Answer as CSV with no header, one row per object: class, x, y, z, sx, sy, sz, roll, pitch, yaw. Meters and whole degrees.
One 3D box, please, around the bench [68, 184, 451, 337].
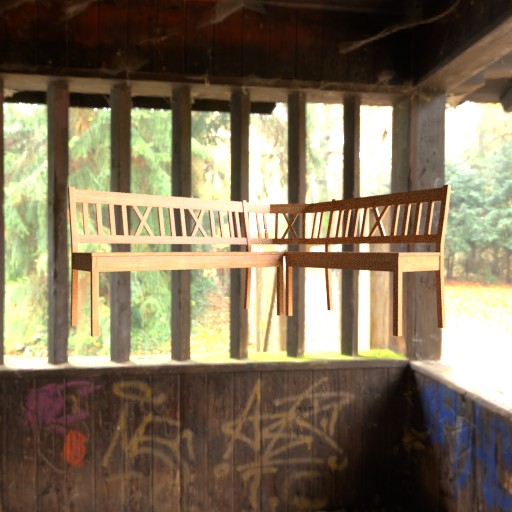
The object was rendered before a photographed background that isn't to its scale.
bench,0.000,0.000,2.864,1.937,0.902,1.537,-1,1,-36
